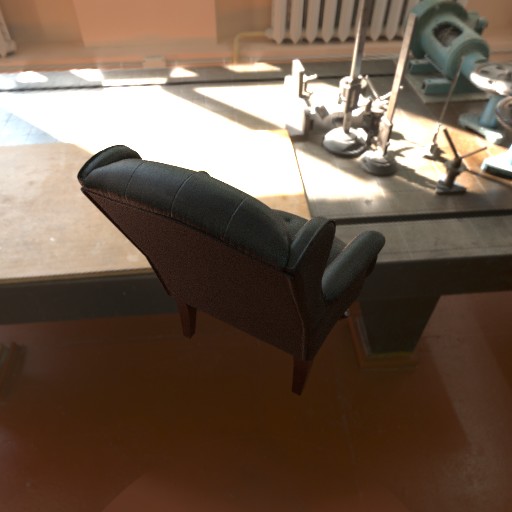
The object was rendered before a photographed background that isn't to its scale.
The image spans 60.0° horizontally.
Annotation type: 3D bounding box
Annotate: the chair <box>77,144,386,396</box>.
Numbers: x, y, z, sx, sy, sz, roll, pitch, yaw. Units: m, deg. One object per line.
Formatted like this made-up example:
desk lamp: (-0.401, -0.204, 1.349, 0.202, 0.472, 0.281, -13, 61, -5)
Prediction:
chair: (0.000, 0.000, 1.677, 0.831, 1.133, 0.822, 22, 50, 20)
